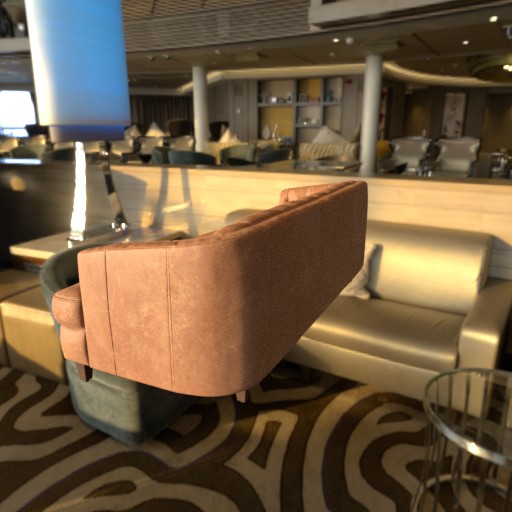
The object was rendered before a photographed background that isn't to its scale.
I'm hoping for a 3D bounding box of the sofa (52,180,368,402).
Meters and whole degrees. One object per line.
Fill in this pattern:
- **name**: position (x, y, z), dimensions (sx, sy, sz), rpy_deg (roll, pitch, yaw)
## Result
- **sofa**: position (0.000, 0.000, 2.714), dimensions (0.922, 0.791, 2.257), rpy_deg (8, 18, 25)
